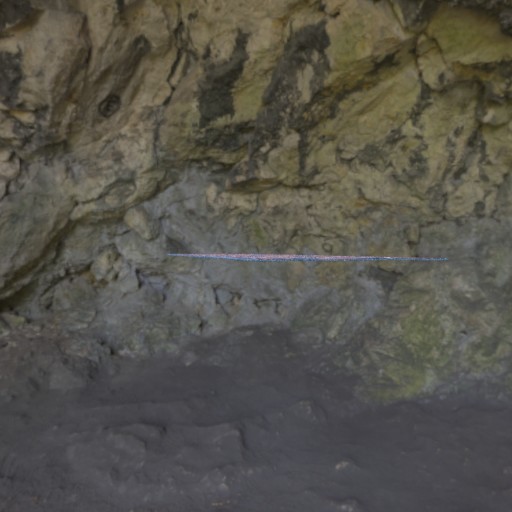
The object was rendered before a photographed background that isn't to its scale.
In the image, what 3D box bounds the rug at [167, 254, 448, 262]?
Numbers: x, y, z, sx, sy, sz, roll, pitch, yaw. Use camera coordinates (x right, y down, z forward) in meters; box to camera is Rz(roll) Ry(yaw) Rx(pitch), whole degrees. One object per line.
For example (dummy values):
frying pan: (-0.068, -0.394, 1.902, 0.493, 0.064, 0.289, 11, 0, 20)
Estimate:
rug: (0.000, 0.000, 2.791, 0.801, 0.010, 2.459, 0, 1, -19)
